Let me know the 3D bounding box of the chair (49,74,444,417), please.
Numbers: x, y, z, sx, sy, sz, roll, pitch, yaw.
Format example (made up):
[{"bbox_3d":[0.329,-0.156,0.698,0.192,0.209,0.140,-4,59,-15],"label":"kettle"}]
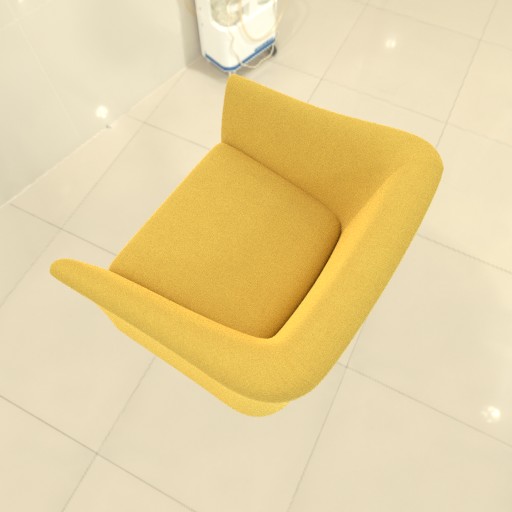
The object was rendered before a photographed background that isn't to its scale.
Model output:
[{"bbox_3d":[0.000,0.000,1.311,0.700,0.720,0.790,31,68,14],"label":"chair"}]
